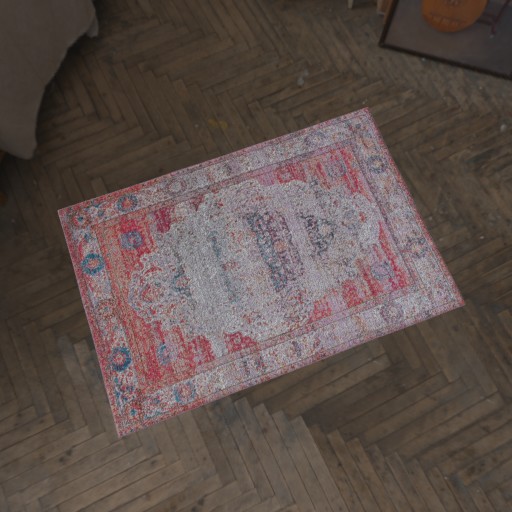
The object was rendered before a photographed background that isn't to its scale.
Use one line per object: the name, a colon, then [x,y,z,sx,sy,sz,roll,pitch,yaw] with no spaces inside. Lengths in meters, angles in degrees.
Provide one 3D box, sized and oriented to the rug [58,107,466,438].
rug: [0.000,0.000,2.319,1.829,0.006,1.219,-20,76,-5]
